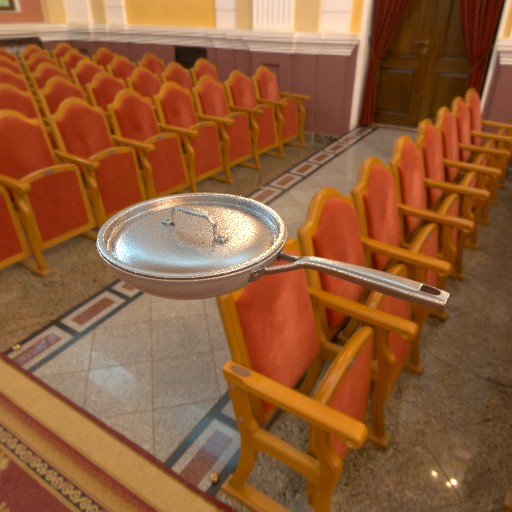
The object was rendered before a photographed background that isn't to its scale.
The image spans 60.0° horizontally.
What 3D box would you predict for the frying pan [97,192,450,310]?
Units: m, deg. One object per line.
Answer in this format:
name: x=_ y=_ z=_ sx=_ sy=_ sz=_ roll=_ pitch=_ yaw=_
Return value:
frying pan: x=0.000 y=0.000 z=0.602 sx=0.490 sy=0.086 sz=0.272 roll=18 pitch=35 yaw=28
